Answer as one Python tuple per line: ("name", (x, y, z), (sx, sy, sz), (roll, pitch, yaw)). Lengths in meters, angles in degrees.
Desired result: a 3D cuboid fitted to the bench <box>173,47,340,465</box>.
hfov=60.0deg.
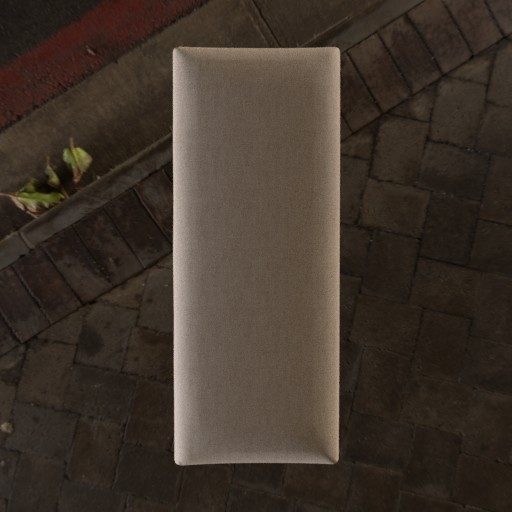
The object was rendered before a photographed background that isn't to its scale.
("bench", (0.000, 0.000, 1.244), (0.407, 0.456, 1.013), (0, 91, 0))
